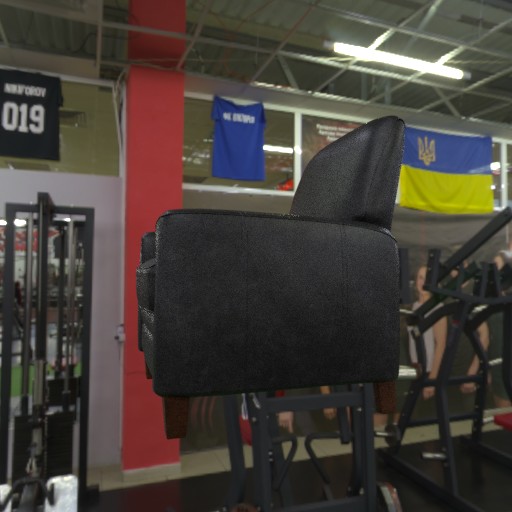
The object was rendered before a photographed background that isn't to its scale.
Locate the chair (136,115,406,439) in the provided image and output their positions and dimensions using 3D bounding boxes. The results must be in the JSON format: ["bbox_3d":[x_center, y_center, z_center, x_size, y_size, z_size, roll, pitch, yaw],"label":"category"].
[{"bbox_3d":[0.000,0.000,1.668,0.864,1.014,0.848,1,-2,-18],"label":"chair"}]
